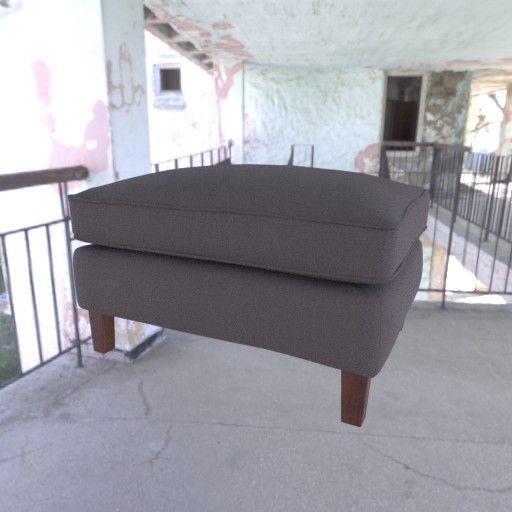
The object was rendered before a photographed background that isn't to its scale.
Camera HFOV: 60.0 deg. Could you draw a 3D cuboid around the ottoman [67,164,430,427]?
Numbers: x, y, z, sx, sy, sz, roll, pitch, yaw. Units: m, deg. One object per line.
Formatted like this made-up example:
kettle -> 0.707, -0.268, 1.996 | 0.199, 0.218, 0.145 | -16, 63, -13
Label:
ottoman -> 0.000, 0.000, 1.008 | 0.686, 0.406, 0.508 | 8, 17, 25
